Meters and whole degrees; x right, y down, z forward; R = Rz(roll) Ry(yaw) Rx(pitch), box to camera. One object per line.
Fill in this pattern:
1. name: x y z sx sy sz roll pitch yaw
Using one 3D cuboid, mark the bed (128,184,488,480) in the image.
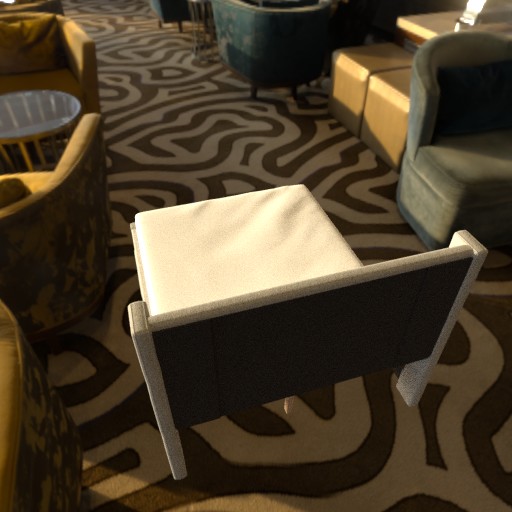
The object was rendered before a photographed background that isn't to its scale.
1. bed: 0.000 0.000 3.309 1.774 1.491 2.222 -12 43 -13
